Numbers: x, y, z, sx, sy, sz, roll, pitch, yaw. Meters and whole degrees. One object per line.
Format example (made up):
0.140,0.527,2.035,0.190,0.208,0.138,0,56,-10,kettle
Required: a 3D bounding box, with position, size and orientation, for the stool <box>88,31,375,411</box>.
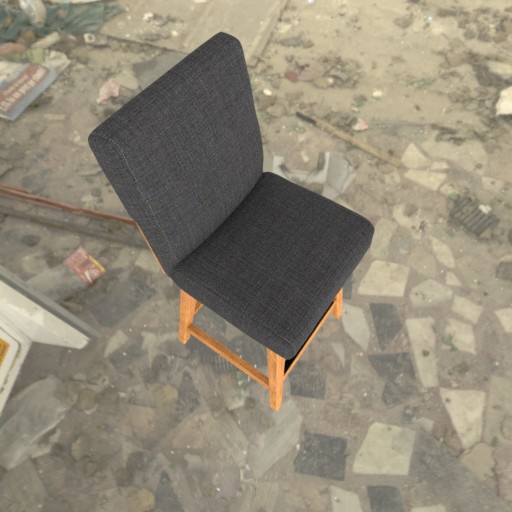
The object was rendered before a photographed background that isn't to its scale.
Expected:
0.000,0.000,1.296,0.526,1.010,0.459,32,64,17,stool
